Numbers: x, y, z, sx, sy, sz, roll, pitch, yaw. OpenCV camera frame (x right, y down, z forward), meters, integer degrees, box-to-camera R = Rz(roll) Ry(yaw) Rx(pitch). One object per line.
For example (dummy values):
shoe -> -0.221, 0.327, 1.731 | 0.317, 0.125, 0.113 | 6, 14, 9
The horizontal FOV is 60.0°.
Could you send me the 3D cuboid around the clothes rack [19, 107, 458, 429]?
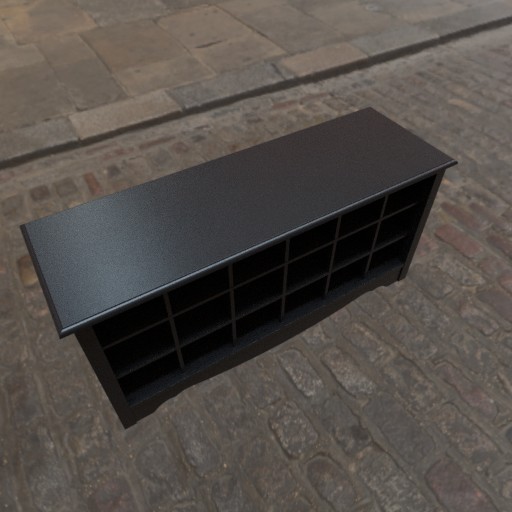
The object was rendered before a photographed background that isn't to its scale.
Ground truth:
clothes rack -> 0.000, 0.000, 1.464 | 1.219, 0.556, 0.406 | -24, 51, -21
